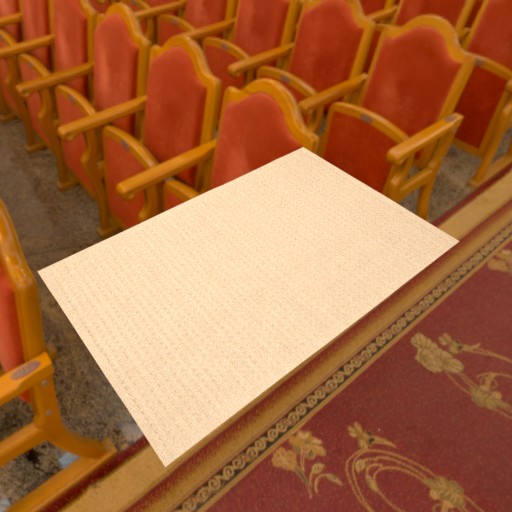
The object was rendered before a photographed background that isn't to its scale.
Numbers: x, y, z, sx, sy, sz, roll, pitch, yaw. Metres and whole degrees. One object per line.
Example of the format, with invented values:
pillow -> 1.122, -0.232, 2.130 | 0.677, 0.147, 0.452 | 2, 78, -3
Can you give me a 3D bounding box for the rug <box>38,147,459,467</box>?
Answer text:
rug -> 0.000, 0.000, 2.873 | 2.289, 0.006, 1.523 | -30, 53, -27
